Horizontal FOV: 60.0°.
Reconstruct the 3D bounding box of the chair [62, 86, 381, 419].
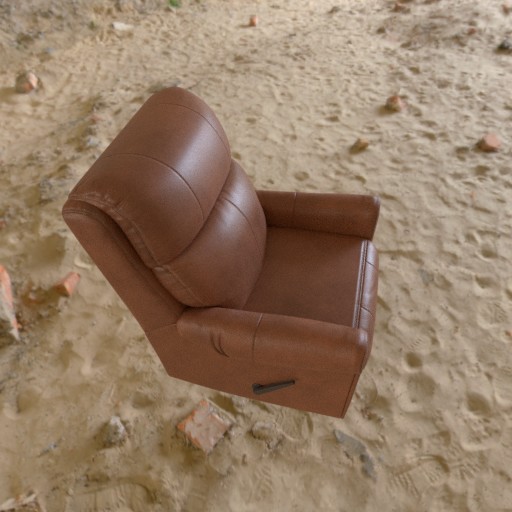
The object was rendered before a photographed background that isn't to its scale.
[{"bbox_3d":[0.000,0.000,1.772,1.014,1.054,0.838,10,48,9],"label":"chair"}]
